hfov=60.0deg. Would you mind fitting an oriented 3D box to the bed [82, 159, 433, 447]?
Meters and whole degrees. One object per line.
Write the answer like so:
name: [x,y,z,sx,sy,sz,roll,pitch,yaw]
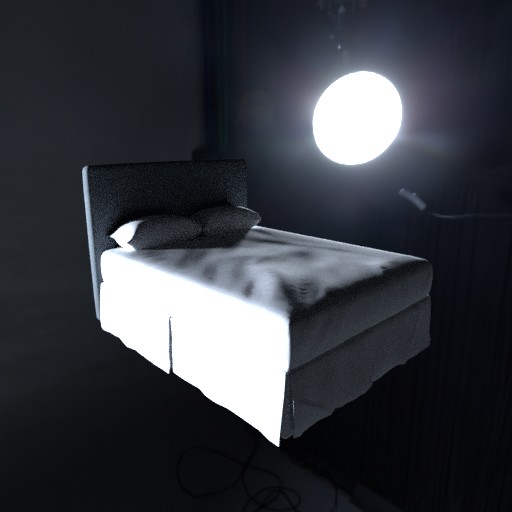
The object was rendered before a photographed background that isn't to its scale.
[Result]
bed: [0.000,0.000,3.337,1.713,1.330,2.142,-14,21,-43]
